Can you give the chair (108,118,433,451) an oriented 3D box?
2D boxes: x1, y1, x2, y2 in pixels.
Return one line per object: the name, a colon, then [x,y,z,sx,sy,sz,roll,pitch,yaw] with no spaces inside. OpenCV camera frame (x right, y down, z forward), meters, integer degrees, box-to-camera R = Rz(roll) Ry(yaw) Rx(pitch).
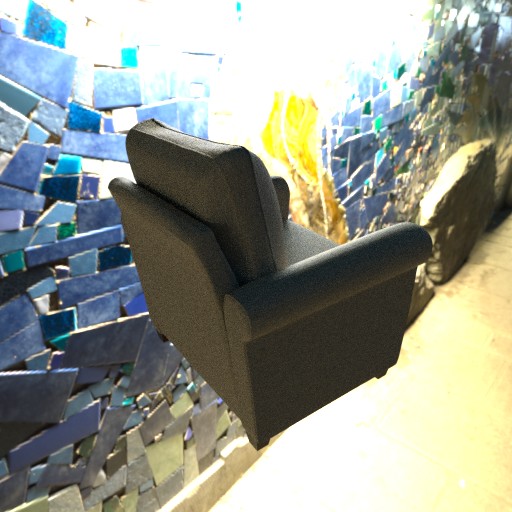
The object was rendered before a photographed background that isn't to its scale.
chair: [0.000,0.000,2.312,1.180,1.349,1.275,-17,30,-32]
